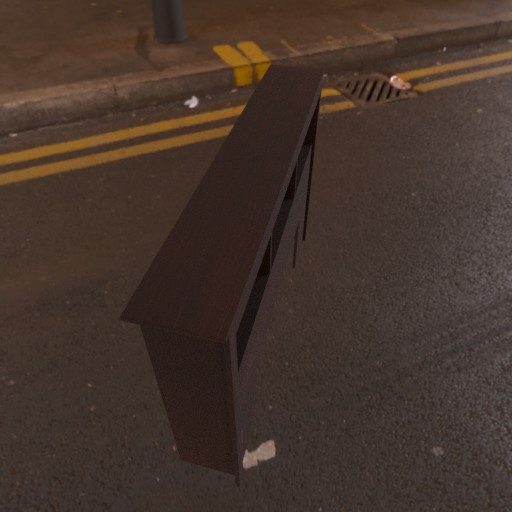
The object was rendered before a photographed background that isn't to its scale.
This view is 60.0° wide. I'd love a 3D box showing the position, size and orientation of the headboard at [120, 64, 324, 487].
[{"bbox_3d":[0.000,0.000,2.048,0.279,1.092,1.671,10,45,10],"label":"headboard"}]
